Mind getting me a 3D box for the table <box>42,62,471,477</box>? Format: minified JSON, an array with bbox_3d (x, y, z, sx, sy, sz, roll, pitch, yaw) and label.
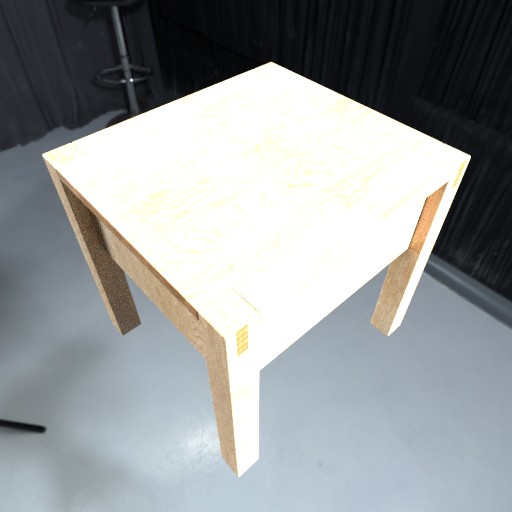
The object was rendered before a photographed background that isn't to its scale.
[{"bbox_3d":[0.000,0.000,0.835,0.480,0.450,0.440,-34,56,-27],"label":"table"}]
